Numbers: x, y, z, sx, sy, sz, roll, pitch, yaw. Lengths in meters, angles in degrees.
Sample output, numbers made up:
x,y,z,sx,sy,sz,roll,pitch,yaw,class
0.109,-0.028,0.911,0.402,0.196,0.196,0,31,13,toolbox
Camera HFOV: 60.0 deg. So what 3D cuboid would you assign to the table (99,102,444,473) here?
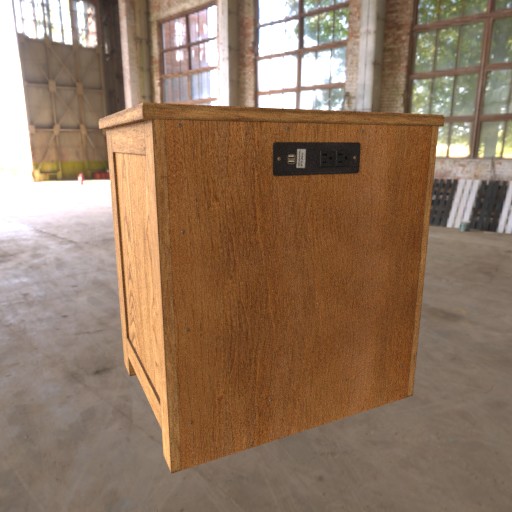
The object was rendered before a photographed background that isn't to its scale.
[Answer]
x,y,z,sx,sy,sz,roll,pitch,yaw,class
0.000,0.000,1.045,0.601,0.625,0.494,-7,16,-25,table
